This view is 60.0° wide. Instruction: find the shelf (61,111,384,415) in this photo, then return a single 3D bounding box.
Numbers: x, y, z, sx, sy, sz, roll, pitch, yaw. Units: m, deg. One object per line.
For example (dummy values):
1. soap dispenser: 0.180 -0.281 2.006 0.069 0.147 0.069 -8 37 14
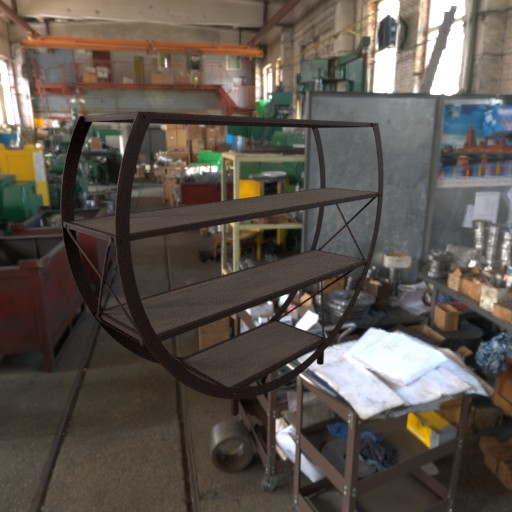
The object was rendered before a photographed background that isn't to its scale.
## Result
1. shelf: 0.000 0.000 1.811 0.344 1.063 1.403 14 20 42
